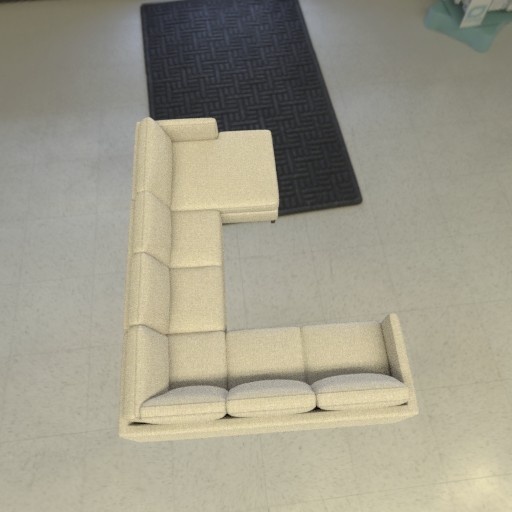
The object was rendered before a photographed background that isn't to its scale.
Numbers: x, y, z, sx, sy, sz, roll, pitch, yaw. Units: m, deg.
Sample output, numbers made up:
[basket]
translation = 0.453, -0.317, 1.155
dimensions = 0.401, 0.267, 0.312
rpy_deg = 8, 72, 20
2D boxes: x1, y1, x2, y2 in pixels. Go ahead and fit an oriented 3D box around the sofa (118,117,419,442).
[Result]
[sofa]
translation = 0.000, 0.000, 4.609
dimensions = 2.551, 0.889, 3.403
rpy_deg = -4, 64, -2
